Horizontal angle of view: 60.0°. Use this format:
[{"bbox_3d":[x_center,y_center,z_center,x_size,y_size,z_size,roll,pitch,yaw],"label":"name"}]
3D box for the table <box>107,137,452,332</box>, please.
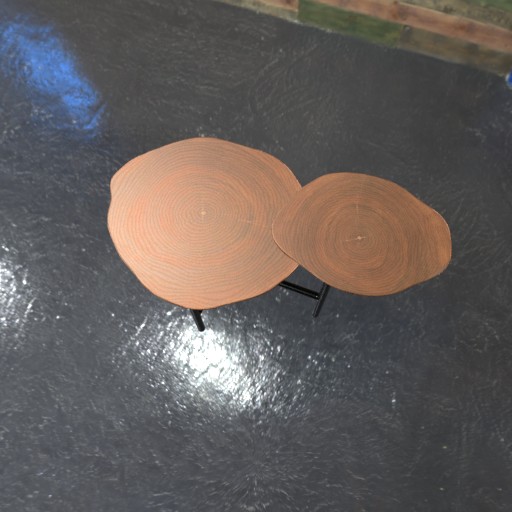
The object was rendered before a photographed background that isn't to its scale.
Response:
[{"bbox_3d":[0.000,0.000,1.109,0.759,0.538,0.442,21,66,9],"label":"table"}]
